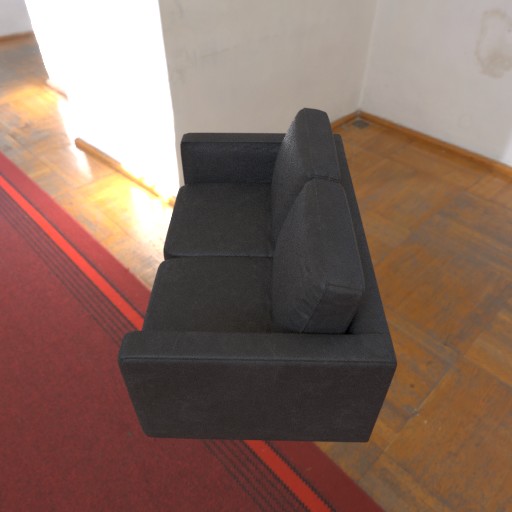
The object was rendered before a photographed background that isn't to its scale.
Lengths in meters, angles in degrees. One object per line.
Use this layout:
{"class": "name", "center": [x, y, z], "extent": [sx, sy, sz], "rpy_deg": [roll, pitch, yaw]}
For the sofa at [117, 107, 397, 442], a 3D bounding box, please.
{"class": "sofa", "center": [0.000, 0.000, 2.001], "extent": [0.879, 0.899, 1.430], "rpy_deg": [1, 43, 1]}
